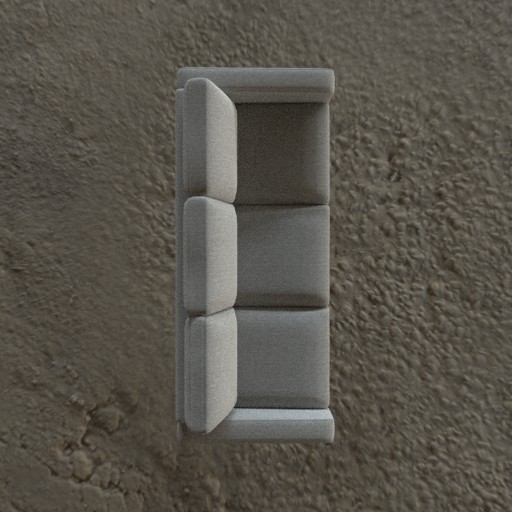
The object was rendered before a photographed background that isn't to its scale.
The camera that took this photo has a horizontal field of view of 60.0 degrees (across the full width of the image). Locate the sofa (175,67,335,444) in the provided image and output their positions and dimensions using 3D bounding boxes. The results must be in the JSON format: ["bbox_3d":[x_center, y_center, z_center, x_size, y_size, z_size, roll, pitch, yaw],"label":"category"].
[{"bbox_3d":[0.000,0.000,2.645,0.900,0.800,2.120,0,90,-1],"label":"sofa"}]
